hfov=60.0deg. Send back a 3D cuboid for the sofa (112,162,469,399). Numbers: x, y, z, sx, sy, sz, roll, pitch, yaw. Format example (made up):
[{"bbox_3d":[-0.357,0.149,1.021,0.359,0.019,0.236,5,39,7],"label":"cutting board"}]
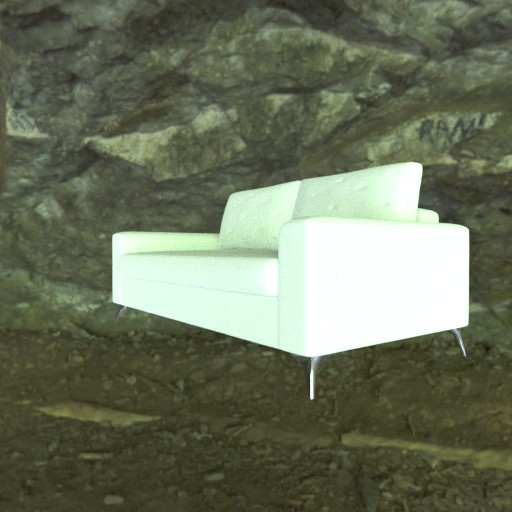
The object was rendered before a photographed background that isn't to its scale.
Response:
[{"bbox_3d":[0.000,0.000,2.152,0.920,0.790,1.650,-1,1,-37],"label":"sofa"}]
